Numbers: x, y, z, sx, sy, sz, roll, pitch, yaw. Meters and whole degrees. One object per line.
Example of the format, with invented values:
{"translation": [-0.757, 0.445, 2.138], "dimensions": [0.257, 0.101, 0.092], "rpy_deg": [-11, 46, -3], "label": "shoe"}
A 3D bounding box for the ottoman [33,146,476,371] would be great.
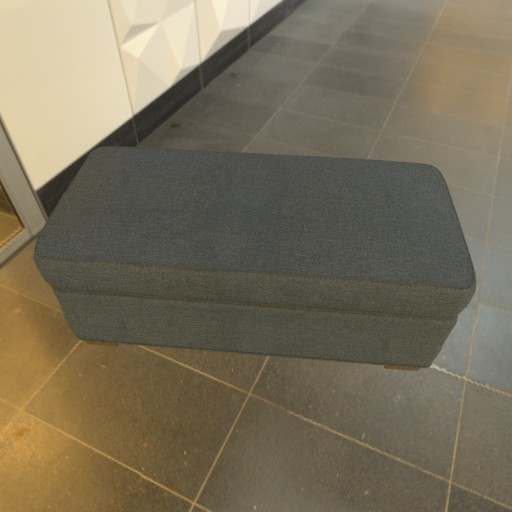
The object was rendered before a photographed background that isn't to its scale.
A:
{"translation": [0.000, 0.000, 1.373], "dimensions": [1.110, 0.460, 0.515], "rpy_deg": [4, 47, 4], "label": "ottoman"}
